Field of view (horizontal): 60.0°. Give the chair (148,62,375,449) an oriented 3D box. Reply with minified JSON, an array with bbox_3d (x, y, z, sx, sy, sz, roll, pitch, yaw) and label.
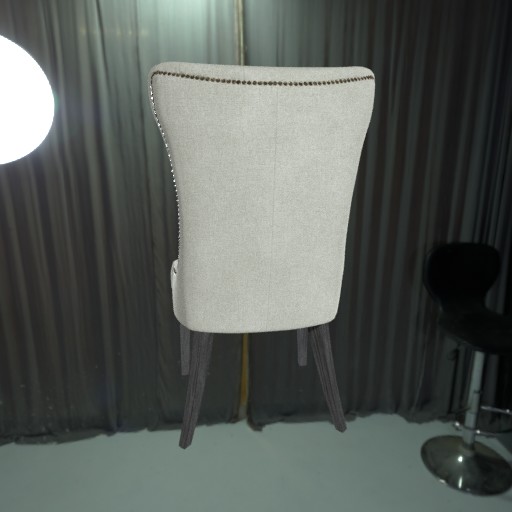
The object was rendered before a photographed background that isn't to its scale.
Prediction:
[{"bbox_3d":[0.000,0.000,1.400,0.584,1.065,0.590,-2,15,-9],"label":"chair"}]
